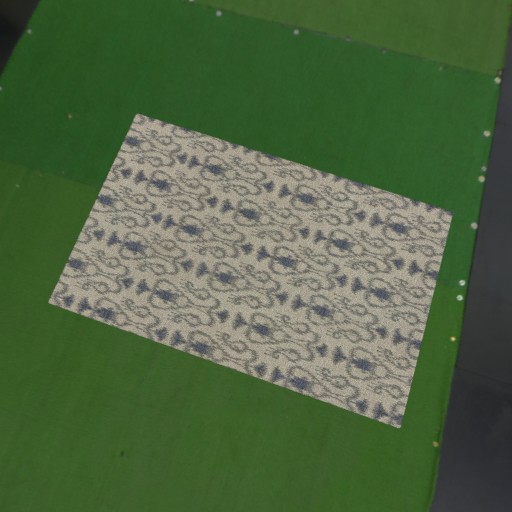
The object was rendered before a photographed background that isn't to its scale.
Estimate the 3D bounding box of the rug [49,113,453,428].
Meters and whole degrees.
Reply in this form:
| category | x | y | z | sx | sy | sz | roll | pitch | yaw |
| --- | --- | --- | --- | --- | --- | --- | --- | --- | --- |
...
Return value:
| category | x | y | z | sx | sy | sz | roll | pitch | yaw |
| --- | --- | --- | --- | --- | --- | --- | --- | --- | --- |
| rug | 0.000 | 0.000 | 2.076 | 1.652 | 0.006 | 1.035 | 18 | 76 | 5 |
